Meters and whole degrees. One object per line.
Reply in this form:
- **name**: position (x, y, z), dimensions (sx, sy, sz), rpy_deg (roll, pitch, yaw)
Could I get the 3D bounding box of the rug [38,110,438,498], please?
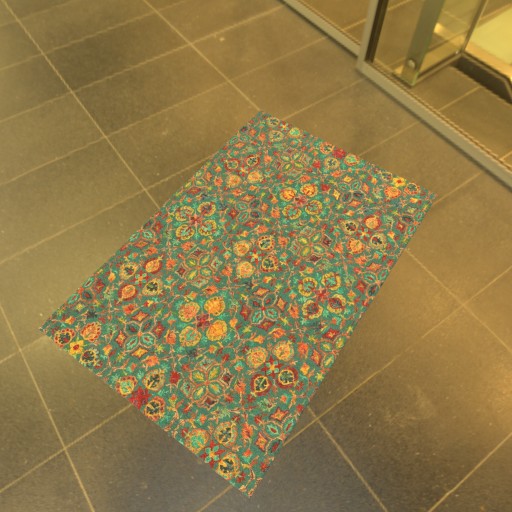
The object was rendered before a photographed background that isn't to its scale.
- **rug**: position (0.000, 0.000, 2.860), dimensions (1.527, 0.016, 2.290), rpy_deg (31, 64, 17)
